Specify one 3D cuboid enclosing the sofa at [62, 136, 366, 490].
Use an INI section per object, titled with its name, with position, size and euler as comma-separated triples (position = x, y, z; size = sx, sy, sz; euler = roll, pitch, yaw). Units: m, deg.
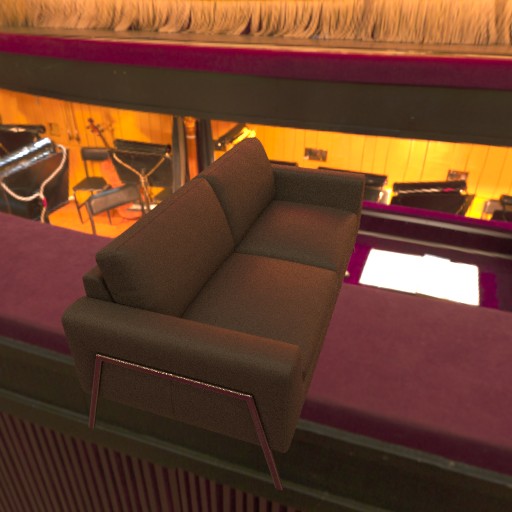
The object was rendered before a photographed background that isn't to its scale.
[sofa]
position = 0.000, 0.000, 2.499
size = 0.953, 0.875, 2.017
euler = 10, 32, 16
